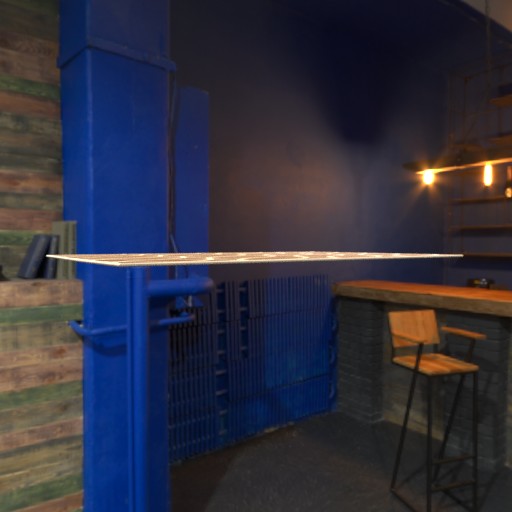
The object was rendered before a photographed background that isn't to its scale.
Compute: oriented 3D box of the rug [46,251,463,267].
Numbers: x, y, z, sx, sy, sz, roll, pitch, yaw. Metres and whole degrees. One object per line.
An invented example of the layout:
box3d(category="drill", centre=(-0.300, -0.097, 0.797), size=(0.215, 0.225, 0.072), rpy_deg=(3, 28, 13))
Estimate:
box3d(category="rug", centre=(0.000, 0.000, 2.896), size=(2.294, 0.014, 1.528), rpy_deg=(-1, 2, -35))
